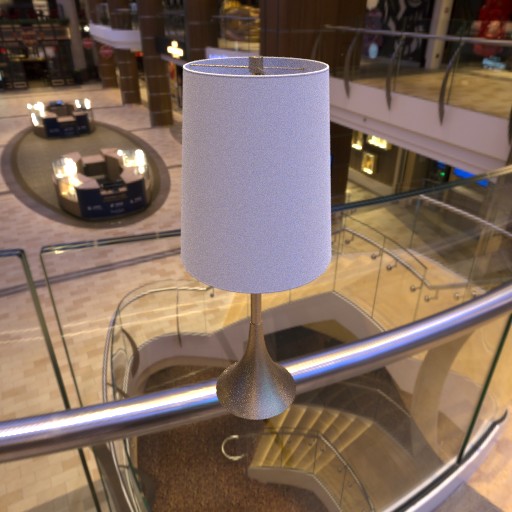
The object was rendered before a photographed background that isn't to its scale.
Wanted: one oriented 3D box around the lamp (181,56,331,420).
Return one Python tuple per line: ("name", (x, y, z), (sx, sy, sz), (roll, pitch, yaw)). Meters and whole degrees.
("lamp", (0.000, 0.000, 0.690), (0.231, 0.569, 0.231), (0, 30, 0))
